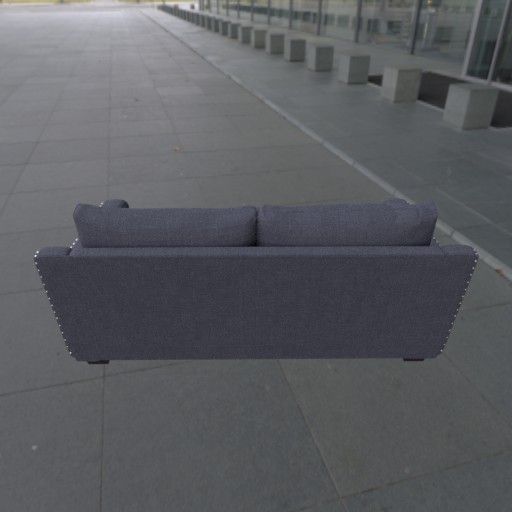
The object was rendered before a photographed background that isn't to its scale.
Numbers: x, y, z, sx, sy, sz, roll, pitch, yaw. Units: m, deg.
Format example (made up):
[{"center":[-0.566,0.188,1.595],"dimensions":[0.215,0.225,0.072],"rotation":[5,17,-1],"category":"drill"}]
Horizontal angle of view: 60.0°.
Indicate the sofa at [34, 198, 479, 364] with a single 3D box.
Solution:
[{"center":[0.000,0.000,3.292],"dimensions":[2.550,1.196,1.336],"rotation":[0,31,0],"category":"sofa"}]
